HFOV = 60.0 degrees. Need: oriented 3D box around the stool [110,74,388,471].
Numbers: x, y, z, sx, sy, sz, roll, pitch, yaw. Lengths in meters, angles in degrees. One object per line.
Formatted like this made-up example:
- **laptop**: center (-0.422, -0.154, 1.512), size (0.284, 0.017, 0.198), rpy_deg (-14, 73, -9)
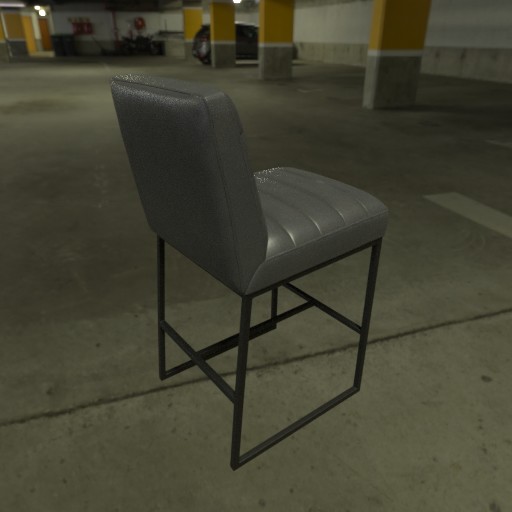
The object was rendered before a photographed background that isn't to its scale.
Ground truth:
- **stool**: center (0.000, 0.000, 1.227), size (0.552, 0.938, 0.457), rpy_deg (-18, 32, -32)
